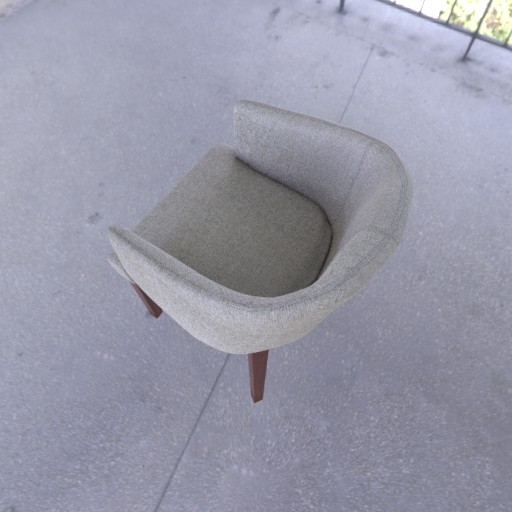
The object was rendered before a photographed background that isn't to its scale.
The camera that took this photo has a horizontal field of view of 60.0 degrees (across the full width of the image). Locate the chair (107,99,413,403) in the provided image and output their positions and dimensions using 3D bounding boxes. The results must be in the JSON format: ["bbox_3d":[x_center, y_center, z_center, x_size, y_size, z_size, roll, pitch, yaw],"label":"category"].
[{"bbox_3d":[0.000,0.000,1.268,0.655,0.811,0.583,32,66,16],"label":"chair"}]
